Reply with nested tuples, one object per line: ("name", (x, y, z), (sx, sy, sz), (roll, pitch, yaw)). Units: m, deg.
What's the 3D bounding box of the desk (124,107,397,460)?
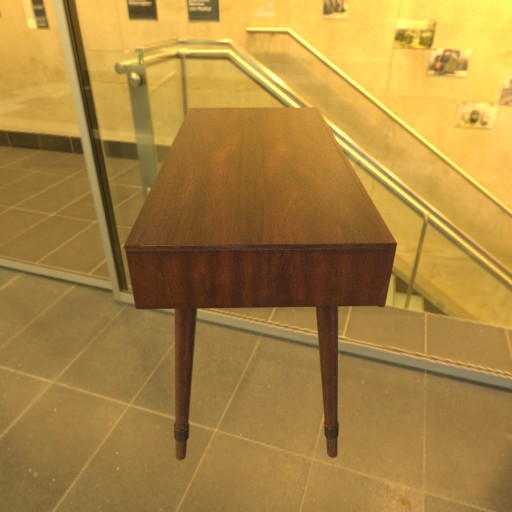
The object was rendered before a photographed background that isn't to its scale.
("desk", (0.000, 0.000, 2.128), (0.734, 1.031, 1.577), (-1, 31, -1))
